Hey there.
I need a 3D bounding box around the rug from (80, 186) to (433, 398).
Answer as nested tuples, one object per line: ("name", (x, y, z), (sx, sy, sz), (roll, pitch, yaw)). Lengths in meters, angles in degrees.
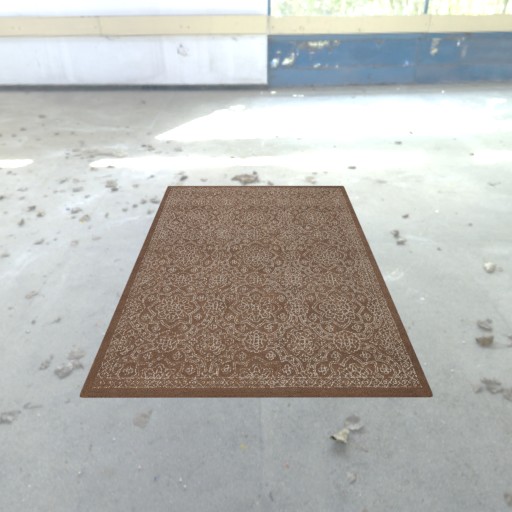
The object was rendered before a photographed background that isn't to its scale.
("rug", (0.000, 0.000, 2.295), (1.219, 0.010, 1.829), (0, 32, 0))
